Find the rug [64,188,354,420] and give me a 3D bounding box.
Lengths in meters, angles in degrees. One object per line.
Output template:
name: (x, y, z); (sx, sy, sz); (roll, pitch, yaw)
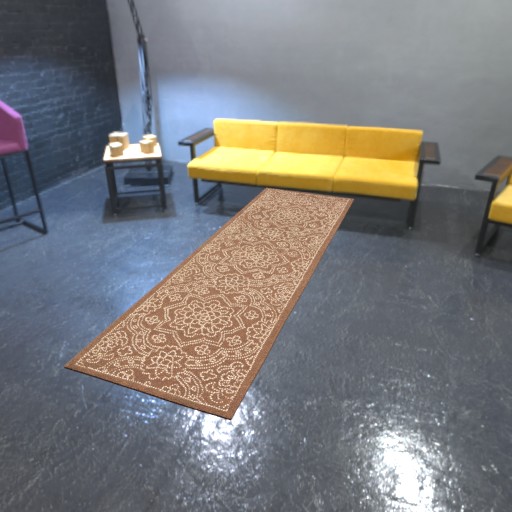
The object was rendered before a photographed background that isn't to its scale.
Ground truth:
rug: (0.000, 0.000, 2.728); (0.769, 0.012, 2.448); (10, 29, 19)
